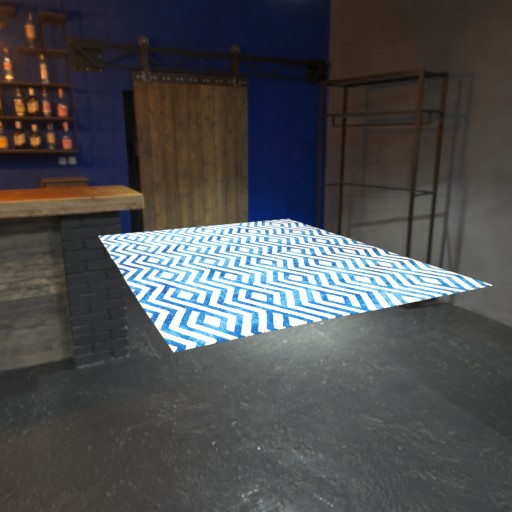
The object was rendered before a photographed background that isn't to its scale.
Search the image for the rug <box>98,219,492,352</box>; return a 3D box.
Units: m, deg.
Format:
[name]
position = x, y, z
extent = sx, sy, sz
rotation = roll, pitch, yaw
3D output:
[rug]
position = 0.000, 0.000, 4.130
extent = 2.453, 0.008, 3.059
rotation = -7, 17, -25
